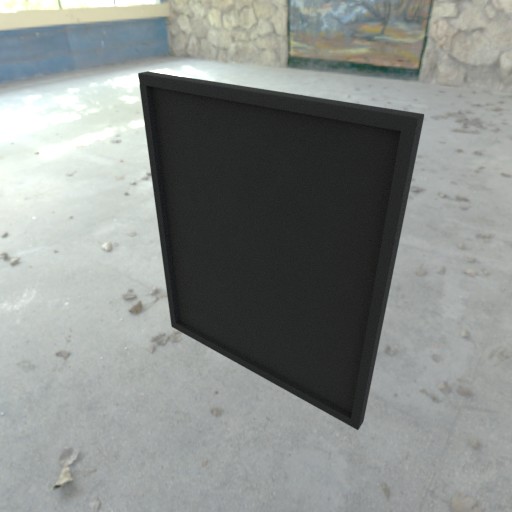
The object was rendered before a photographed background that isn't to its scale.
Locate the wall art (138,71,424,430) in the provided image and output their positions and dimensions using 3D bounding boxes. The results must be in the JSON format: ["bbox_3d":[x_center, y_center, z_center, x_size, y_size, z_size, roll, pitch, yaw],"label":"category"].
[{"bbox_3d":[0.000,0.000,0.709,0.432,0.508,0.021,21,38,30],"label":"wall art"}]
